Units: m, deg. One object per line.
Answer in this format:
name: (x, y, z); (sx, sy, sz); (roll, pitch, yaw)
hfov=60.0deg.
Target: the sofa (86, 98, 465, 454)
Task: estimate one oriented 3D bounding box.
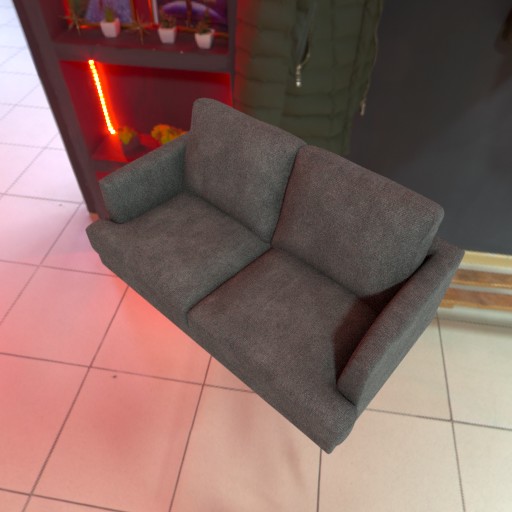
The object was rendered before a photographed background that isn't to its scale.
sofa: (0.000, 0.000, 2.108); (1.582, 0.956, 0.903); (33, 55, 27)
